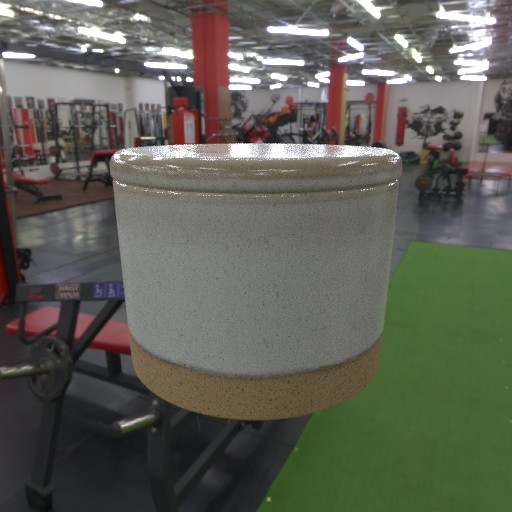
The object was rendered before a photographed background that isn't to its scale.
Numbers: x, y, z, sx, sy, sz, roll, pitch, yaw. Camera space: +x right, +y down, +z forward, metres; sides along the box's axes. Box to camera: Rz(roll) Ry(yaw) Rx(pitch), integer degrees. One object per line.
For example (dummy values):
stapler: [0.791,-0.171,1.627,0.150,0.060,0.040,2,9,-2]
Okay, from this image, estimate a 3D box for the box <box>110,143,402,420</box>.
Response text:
box: [0.000,0.000,0.260,0.154,0.123,0.154,0,16,0]
